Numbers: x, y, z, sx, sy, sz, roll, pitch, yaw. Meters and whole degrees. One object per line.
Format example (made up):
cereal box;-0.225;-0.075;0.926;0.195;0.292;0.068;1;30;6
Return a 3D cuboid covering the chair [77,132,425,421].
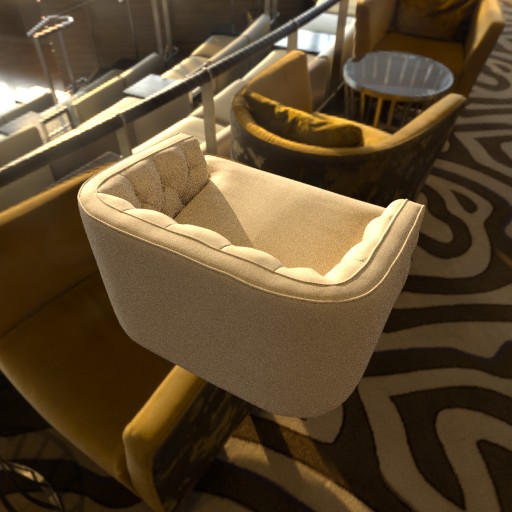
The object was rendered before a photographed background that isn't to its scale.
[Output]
chair;0.000;0.000;1.792;1.118;0.787;0.914;21;48;20
